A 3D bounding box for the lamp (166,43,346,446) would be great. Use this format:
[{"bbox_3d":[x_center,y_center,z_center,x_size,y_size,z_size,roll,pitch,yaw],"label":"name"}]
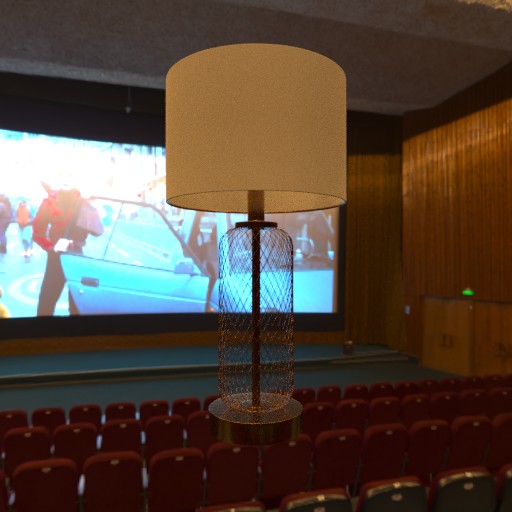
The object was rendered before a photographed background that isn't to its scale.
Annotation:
[{"bbox_3d":[0.000,0.000,0.630,0.252,0.483,0.252,0,-1,-16],"label":"lamp"}]
